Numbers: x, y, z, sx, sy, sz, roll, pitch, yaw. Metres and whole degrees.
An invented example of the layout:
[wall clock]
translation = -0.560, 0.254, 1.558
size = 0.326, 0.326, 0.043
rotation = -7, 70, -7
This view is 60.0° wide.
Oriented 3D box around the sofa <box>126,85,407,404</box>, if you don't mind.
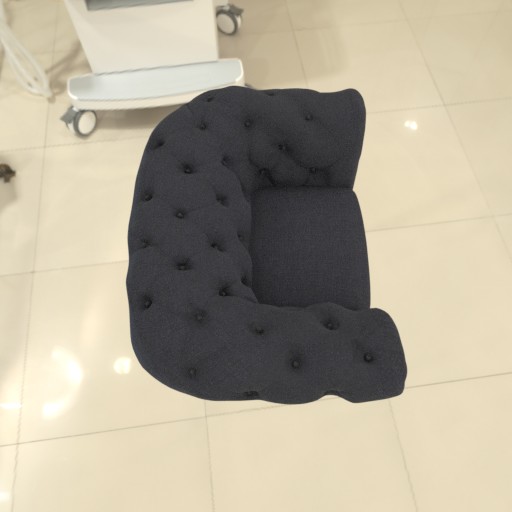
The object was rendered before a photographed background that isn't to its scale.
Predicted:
[sofa]
translation = 0.000, 0.000, 2.063
size = 1.032, 0.878, 1.405
rotation = -1, 64, 0
